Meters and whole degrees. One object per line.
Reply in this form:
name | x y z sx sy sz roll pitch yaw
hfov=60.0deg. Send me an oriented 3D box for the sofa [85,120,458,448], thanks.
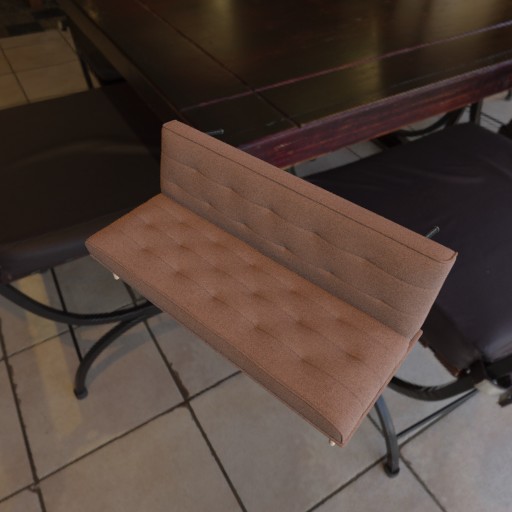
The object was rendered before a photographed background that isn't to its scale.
sofa | 0.000 0.000 2.443 1.820 0.810 1.038 31 53 27
